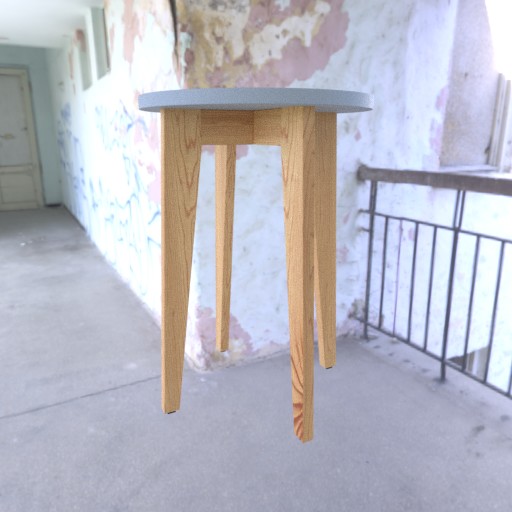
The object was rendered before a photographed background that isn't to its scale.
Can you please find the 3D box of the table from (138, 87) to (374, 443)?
[{"bbox_3d":[0.000,0.000,0.745,0.350,0.500,0.350,0,16,0],"label":"table"}]
